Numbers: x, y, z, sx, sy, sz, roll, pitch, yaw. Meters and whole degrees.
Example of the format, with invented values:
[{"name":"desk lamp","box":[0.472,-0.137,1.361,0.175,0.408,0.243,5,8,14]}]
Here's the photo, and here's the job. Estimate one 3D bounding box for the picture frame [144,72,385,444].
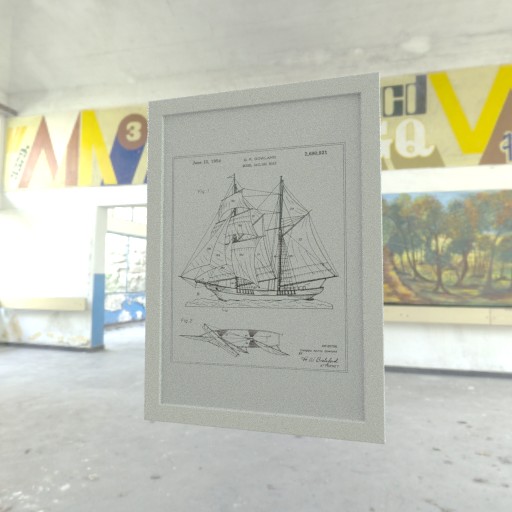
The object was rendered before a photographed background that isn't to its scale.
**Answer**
[{"name":"picture frame","box":[0.000,0.000,0.693,0.381,0.534,0.012,-1,-3,17]}]
